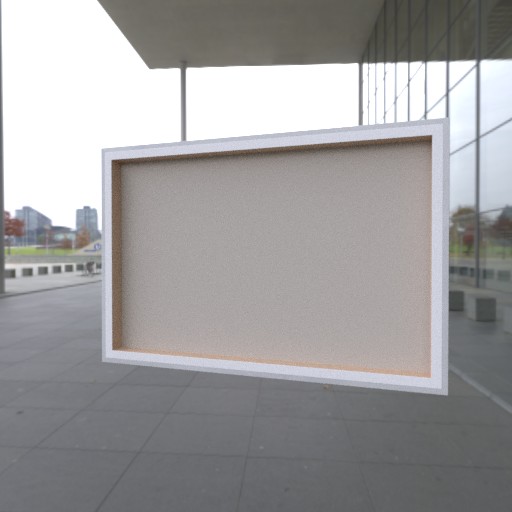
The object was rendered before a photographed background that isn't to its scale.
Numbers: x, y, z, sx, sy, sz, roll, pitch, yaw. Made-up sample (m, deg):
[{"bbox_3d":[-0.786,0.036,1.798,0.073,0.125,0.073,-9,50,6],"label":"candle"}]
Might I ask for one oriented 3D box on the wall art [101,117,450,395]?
[{"bbox_3d":[0.000,0.000,0.764,0.609,0.407,0.038,0,1,19],"label":"wall art"}]
